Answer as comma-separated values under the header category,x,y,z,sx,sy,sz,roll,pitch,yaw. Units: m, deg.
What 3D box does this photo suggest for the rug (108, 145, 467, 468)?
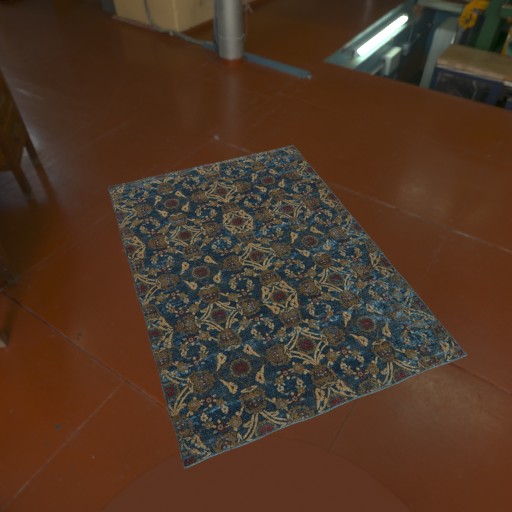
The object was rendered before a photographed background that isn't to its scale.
category,x,y,z,sx,sy,sz,roll,pitch,yaw
rug,0.000,0.000,4.308,2.337,0.013,3.291,-16,48,-15
